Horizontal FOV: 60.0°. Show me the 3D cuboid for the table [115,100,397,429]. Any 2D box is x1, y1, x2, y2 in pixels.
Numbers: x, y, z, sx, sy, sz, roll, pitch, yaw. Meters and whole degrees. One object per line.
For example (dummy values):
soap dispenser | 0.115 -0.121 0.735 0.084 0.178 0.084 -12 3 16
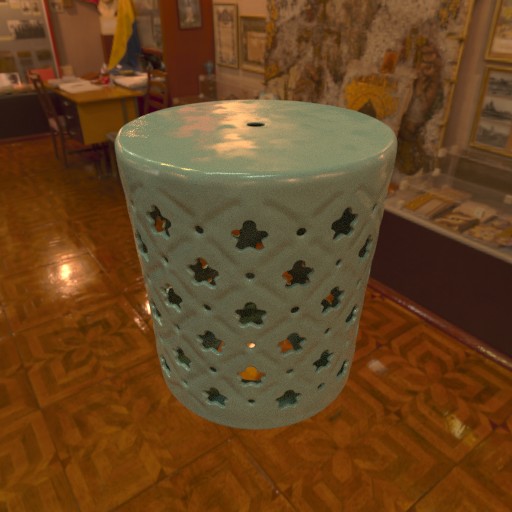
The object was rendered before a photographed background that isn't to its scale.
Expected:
table | 0.000 0.000 0.659 0.352 0.387 0.352 0 31 0
